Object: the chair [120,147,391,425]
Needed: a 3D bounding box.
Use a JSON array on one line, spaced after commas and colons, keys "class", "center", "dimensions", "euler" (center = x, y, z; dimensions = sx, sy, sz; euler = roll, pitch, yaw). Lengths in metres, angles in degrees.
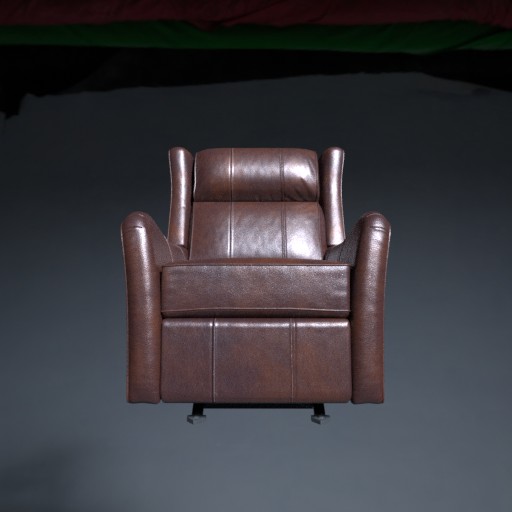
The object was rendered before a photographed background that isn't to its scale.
[{"class": "chair", "center": [0.000, 0.000, 1.837], "dimensions": [0.869, 1.084, 1.008], "euler": [0, 0, 0]}]
